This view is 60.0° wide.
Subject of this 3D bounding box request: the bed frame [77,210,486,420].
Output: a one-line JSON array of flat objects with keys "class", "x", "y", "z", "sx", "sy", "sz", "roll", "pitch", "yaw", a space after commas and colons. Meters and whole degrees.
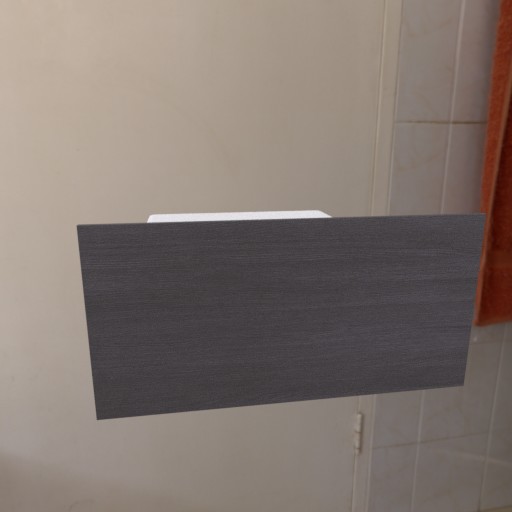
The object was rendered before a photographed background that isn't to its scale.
[{"class": "bed frame", "x": 0.000, "y": 0.000, "z": 2.752, "sx": 1.622, "sy": 0.800, "sz": 1.960, "roll": -2, "pitch": 15, "yaw": -9}]
